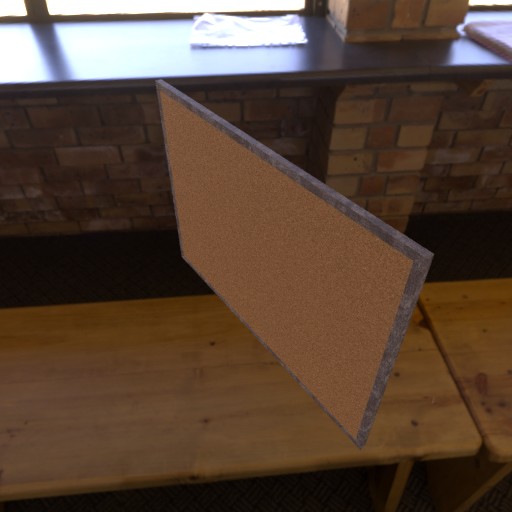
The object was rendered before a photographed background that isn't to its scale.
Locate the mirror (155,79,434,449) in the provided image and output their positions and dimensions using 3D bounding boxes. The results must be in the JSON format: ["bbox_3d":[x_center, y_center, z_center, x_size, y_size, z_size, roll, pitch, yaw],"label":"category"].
[{"bbox_3d":[0.000,0.000,1.428,0.022,0.795,1.101,-26,48,-26],"label":"mirror"}]
